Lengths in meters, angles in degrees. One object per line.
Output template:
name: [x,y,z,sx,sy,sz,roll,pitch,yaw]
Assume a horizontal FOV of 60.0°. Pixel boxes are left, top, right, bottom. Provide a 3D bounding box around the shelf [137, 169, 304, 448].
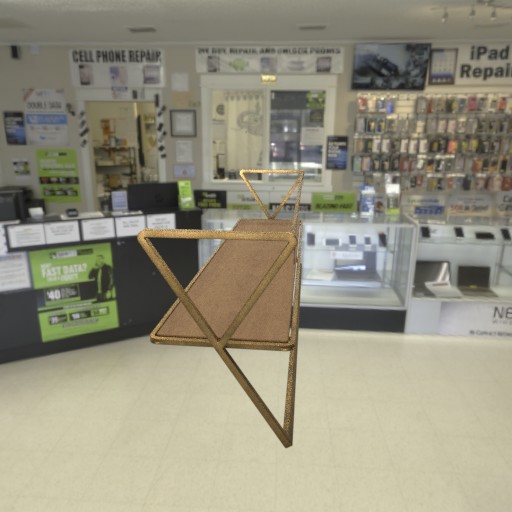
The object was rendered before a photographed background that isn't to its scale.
shelf: [0.000,0.000,0.743,0.150,0.229,0.645,2,16,6]
